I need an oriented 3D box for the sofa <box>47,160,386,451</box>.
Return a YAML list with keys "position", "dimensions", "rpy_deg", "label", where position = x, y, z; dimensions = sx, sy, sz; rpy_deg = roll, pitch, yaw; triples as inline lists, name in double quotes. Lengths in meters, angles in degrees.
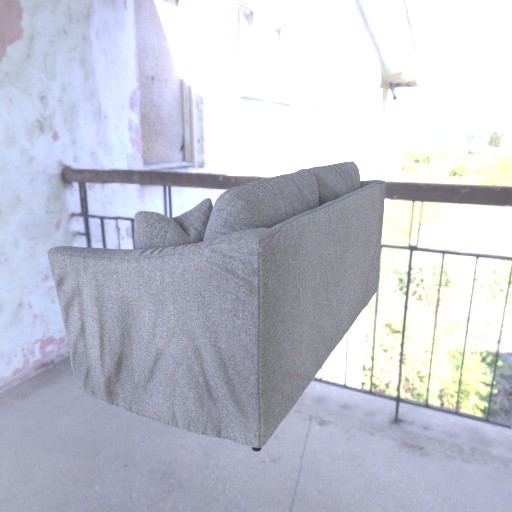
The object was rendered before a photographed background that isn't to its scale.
- position: [0.000, 0.000, 2.581]
  dimensions: [1.072, 1.018, 2.010]
  rpy_deg: [8, 17, 26]
  label: "sofa"
